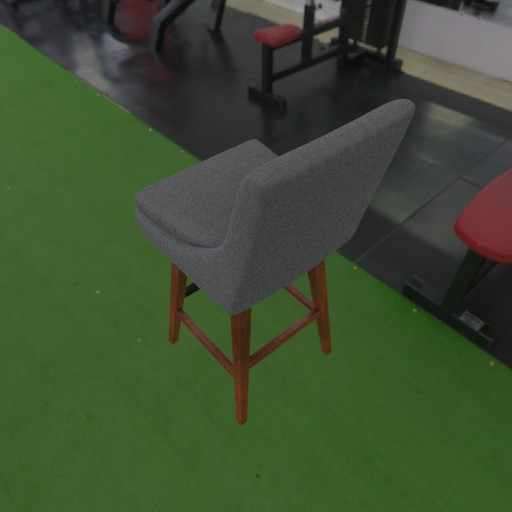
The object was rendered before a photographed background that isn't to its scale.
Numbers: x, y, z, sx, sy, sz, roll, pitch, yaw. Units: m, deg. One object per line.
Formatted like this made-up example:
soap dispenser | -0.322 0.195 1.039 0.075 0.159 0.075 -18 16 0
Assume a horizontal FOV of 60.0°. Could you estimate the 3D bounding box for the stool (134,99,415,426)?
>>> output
stool | 0.000 0.000 1.233 0.447 0.977 0.524 -32 54 -27
